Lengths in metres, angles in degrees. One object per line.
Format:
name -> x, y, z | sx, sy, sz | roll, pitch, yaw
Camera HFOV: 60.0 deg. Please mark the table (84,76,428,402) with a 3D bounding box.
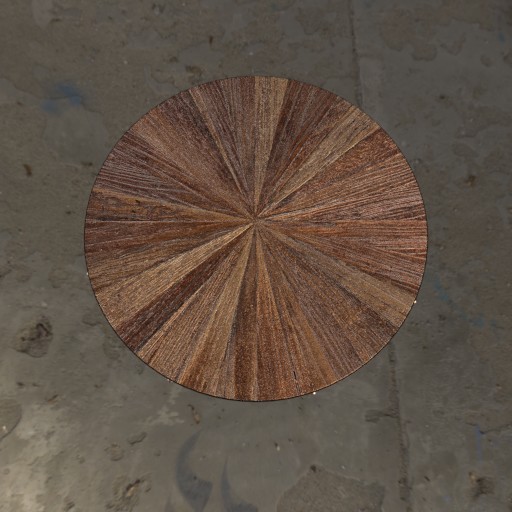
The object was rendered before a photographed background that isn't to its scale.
table -> 0.000, 0.000, 1.458 | 0.885, 0.658, 0.885 | 0, 74, 0
